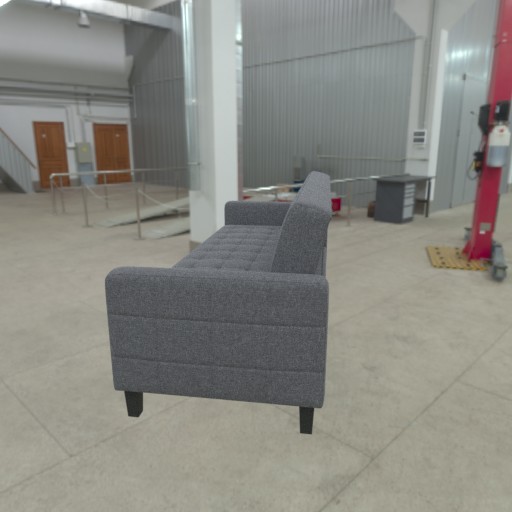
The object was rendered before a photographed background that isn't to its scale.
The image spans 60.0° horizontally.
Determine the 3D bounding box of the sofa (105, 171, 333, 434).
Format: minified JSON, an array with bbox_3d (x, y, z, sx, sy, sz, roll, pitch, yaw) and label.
[{"bbox_3d":[0.000,0.000,2.510,0.810,0.850,2.040,2,15,9],"label":"sofa"}]
